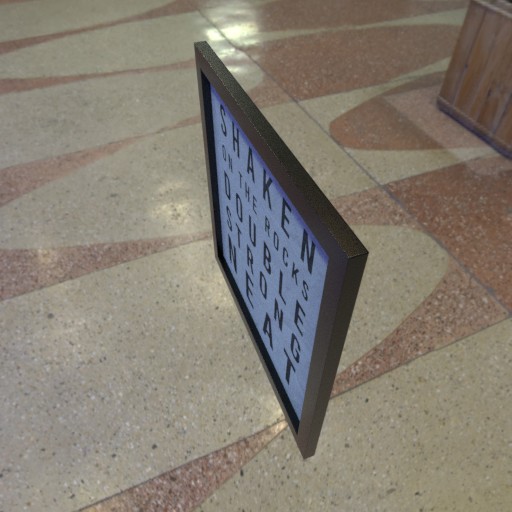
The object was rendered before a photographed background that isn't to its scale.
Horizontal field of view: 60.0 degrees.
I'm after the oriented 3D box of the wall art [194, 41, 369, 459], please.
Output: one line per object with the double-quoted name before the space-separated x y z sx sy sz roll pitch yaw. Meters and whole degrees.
"wall art" 0.000 0.000 0.508 0.014 0.349 0.349 -16 49 -14
